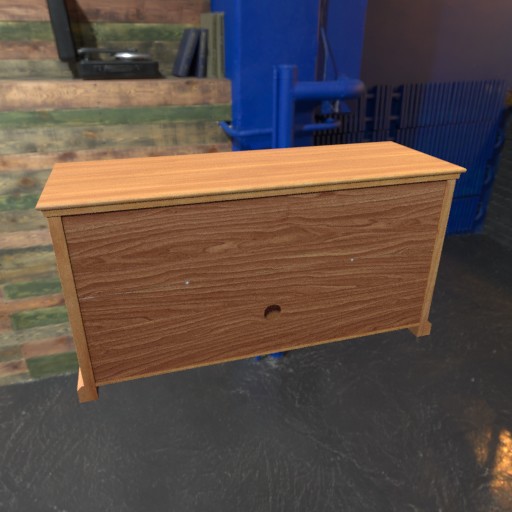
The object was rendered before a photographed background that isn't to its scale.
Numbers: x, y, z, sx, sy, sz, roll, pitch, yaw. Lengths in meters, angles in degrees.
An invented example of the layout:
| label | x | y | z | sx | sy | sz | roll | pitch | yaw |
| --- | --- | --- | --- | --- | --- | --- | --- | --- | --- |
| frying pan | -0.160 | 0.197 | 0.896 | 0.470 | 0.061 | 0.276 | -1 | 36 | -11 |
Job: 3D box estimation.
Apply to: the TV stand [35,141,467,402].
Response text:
| label | x | y | z | sx | sy | sz | roll | pitch | yaw |
| --- | --- | --- | --- | --- | --- | --- | --- | --- | --- |
| TV stand | 0.000 | 0.000 | 1.472 | 1.181 | 0.607 | 0.417 | -7 | 27 | -15 |
